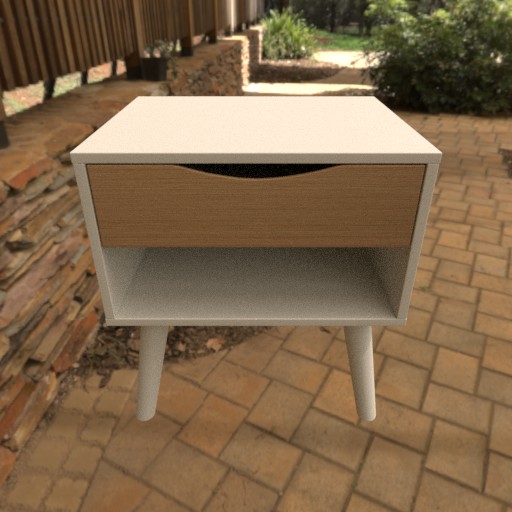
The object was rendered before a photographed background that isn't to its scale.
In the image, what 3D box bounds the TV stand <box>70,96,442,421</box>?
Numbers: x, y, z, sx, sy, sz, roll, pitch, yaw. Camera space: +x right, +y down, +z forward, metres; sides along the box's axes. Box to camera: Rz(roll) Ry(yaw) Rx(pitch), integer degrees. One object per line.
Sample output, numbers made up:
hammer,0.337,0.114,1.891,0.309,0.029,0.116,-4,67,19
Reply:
TV stand,0.000,0.000,0.918,0.508,0.559,0.405,0,30,0
